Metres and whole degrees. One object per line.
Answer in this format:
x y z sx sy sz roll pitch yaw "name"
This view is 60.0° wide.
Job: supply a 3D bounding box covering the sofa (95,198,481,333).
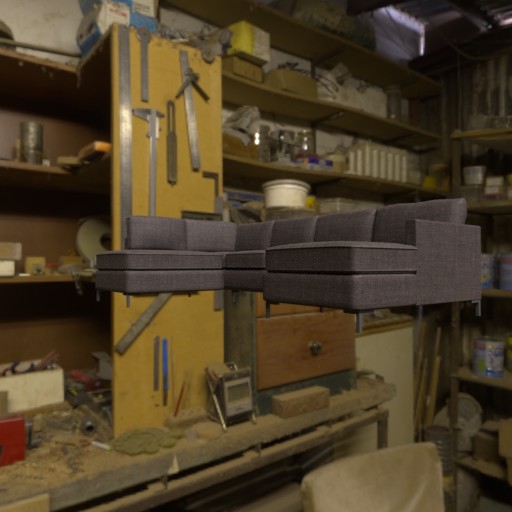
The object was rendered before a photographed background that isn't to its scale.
0.000 0.000 4.312 2.048 0.999 3.423 1 -1 -37 "sofa"
